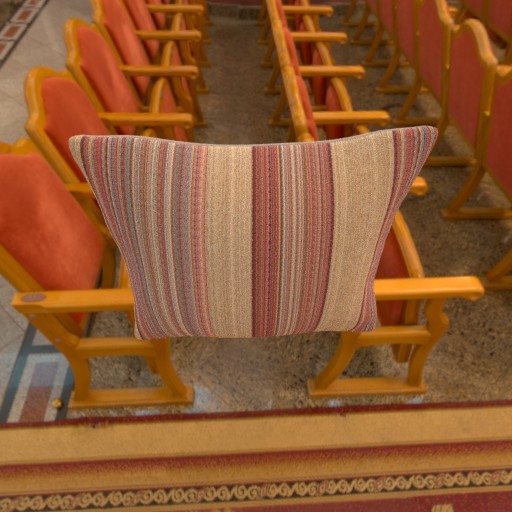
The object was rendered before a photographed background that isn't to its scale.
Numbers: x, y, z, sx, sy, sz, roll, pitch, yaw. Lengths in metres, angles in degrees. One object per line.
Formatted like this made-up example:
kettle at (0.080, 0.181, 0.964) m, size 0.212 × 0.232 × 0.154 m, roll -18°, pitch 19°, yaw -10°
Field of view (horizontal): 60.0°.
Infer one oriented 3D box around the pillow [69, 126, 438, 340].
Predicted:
pillow at (0.000, 0.000, 0.661) m, size 0.437 × 0.419 × 0.136 m, roll -2°, pitch 46°, yaw -2°
